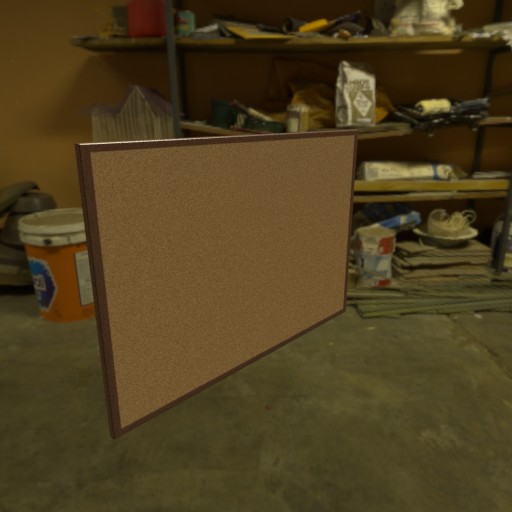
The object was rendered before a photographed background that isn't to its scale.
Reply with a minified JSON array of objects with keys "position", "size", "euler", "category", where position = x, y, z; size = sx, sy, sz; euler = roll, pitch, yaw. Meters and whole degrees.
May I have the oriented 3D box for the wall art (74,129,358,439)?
[{"position":[0.000,0.000,0.861],"size":[0.014,0.455,0.660],"euler":[17,24,41],"category":"wall art"}]
